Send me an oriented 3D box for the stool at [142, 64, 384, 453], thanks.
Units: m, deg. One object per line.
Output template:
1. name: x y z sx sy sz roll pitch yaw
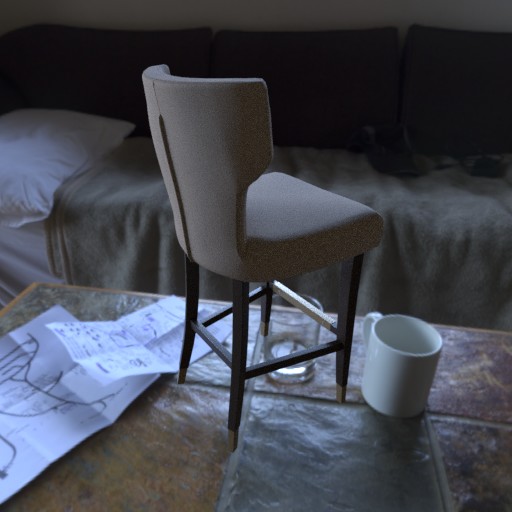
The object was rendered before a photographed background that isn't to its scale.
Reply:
1. stool: 0.000 0.000 1.387 0.563 1.092 0.526 -18 33 -31
